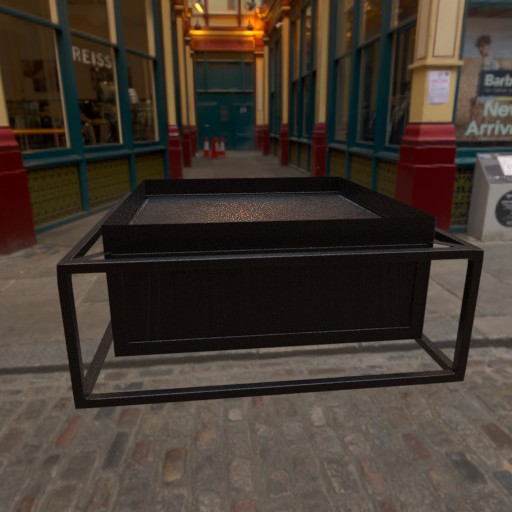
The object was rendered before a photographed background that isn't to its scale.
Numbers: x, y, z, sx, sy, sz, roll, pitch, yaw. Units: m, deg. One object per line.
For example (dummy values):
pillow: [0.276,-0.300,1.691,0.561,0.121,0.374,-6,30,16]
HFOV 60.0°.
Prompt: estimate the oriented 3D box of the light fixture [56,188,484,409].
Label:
light fixture: [0.000,0.000,0.678,0.441,0.191,0.441,-2,17,-7]
